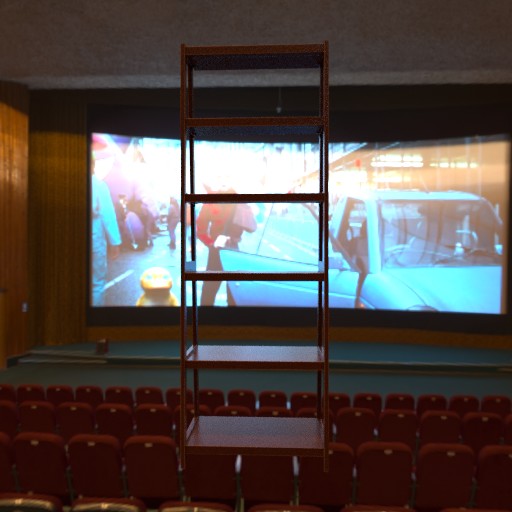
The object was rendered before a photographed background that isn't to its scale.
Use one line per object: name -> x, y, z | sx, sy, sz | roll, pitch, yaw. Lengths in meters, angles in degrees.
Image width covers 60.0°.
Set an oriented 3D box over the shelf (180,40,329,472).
shelf -> 0.000, 0.000, 2.146 | 0.660, 1.892, 0.381 | 0, 0, 3
